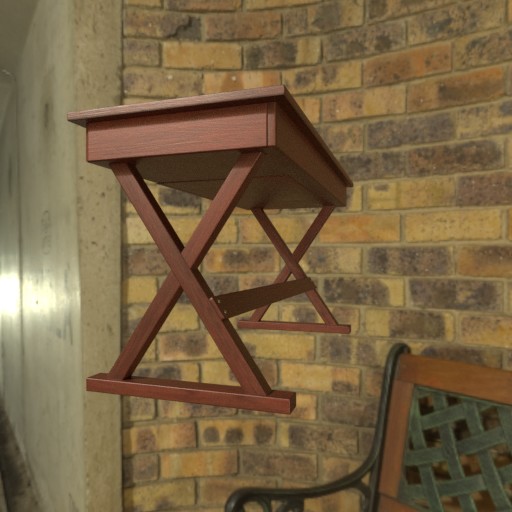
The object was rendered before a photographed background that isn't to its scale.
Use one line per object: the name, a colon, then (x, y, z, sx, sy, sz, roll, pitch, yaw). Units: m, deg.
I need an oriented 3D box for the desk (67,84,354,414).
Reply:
desk: (0.000, 0.000, 1.731, 0.600, 0.761, 1.372, 0, 0, 19)
